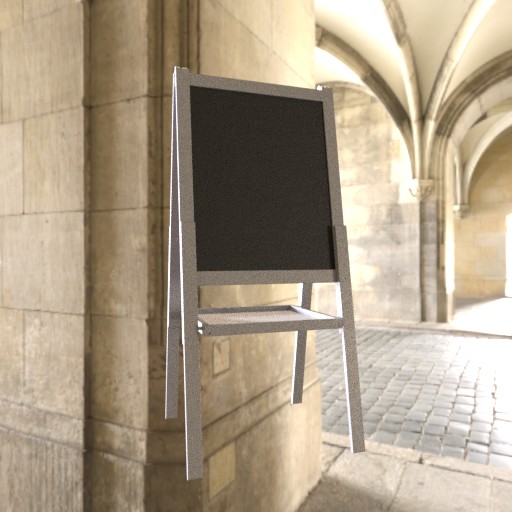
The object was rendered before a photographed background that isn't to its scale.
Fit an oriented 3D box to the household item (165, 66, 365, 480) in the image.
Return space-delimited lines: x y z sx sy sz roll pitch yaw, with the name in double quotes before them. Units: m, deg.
"household item" 0.000 0.000 1.458 0.531 1.172 0.469 0 0 -19
